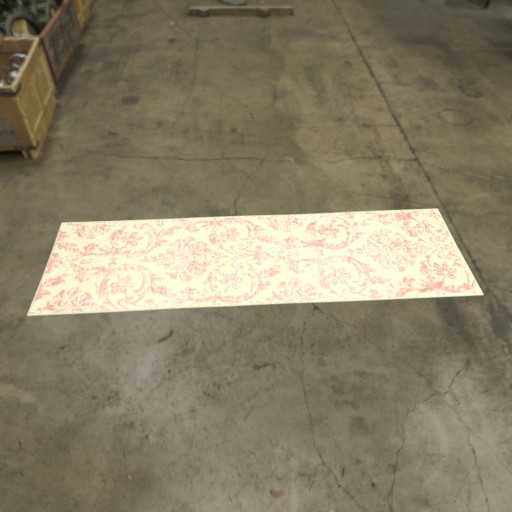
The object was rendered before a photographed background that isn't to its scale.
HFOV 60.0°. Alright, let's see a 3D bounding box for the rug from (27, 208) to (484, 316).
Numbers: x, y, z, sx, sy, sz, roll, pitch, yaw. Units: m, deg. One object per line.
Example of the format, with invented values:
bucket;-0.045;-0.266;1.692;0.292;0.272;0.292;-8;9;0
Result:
rug;0.000;0.000;2.354;2.196;0.011;0.662;-2;46;-2
